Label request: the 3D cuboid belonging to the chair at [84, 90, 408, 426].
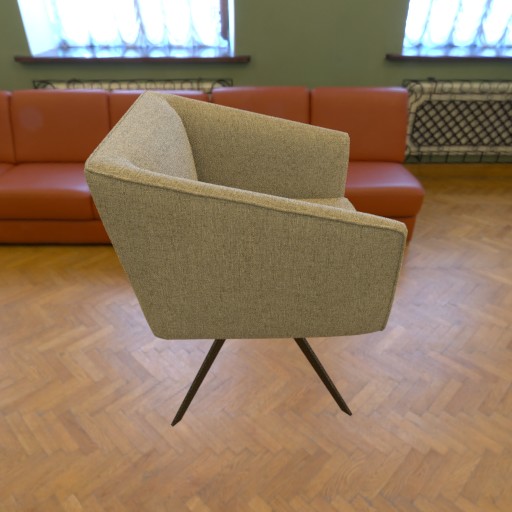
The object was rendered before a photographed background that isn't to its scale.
[{"bbox_3d":[0.000,0.000,1.228,0.623,0.760,0.628,-1,33,-1],"label":"chair"}]
